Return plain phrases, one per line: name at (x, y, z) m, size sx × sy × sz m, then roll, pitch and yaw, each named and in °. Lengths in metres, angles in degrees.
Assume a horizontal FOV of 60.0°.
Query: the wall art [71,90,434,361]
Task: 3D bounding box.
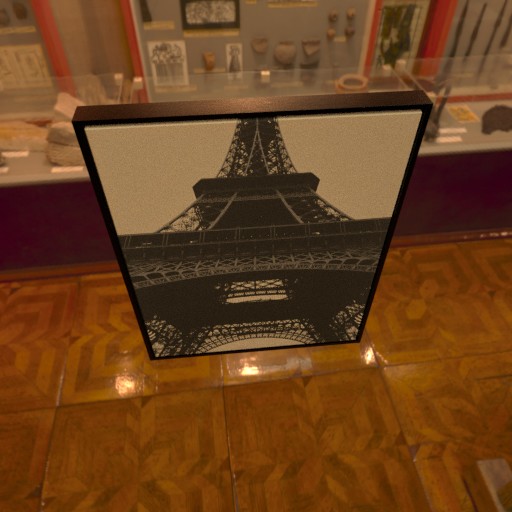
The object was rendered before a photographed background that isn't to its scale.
wall art at (0.000, 0.000, 0.761) m, size 0.451 × 0.553 × 0.039 m, roll -4°, pitch 46°, yaw -4°
